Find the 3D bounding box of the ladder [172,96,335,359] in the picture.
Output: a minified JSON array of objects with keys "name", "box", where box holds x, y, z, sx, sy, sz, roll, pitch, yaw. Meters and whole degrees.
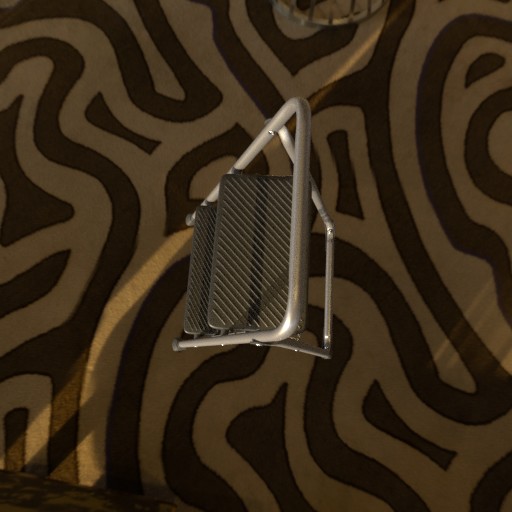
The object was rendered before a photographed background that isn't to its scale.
[{"name":"ladder","box":[0.000,0.000,1.011,0.472,0.720,0.430,4,76,1]}]
